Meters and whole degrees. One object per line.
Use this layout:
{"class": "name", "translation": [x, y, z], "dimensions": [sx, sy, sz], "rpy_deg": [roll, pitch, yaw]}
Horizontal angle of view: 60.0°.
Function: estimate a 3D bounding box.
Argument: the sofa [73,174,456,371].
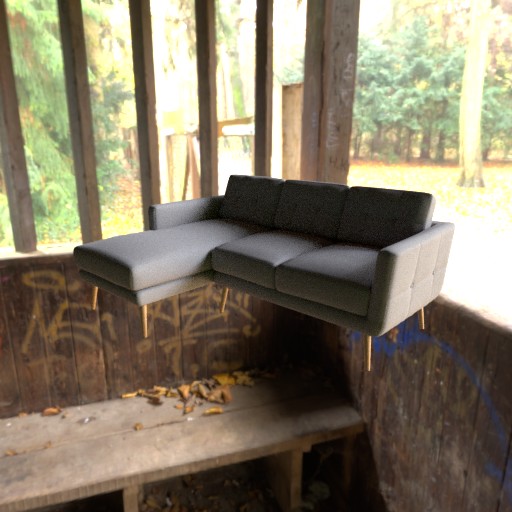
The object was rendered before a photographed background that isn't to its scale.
{"class": "sofa", "translation": [0.000, 0.000, 2.895], "dimensions": [2.040, 0.860, 1.530], "rpy_deg": [14, 21, 41]}
